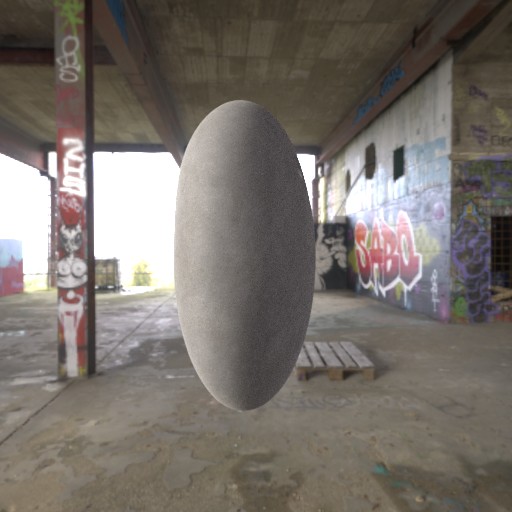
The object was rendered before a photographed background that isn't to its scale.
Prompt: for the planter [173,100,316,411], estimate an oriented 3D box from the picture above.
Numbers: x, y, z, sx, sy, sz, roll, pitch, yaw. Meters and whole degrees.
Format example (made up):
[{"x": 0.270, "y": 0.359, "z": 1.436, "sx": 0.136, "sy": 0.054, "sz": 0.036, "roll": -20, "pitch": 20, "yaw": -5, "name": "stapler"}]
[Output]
[{"x": 0.000, "y": 0.000, "z": 0.284, "sx": 0.071, "sy": 0.188, "sz": 0.185, "roll": 0, "pitch": 1, "yaw": 16, "name": "planter"}]
